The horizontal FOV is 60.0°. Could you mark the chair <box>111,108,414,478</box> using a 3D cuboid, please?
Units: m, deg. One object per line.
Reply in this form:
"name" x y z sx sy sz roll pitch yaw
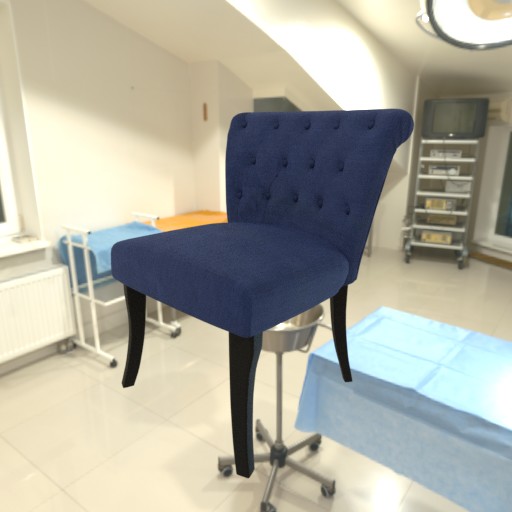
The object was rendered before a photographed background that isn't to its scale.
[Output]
"chair" 0.000 0.000 1.193 0.585 0.753 0.606 15 22 42
